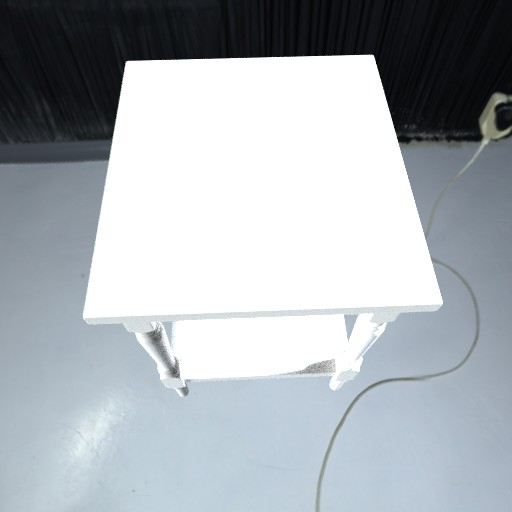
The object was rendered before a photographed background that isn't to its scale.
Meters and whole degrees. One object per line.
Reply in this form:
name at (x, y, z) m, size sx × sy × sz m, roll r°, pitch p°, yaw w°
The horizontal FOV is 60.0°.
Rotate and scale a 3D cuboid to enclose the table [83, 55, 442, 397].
table at (0.000, 0.000, 0.906) m, size 0.442 × 0.565 × 0.488 m, roll -2°, pitch 59°, yaw -1°
